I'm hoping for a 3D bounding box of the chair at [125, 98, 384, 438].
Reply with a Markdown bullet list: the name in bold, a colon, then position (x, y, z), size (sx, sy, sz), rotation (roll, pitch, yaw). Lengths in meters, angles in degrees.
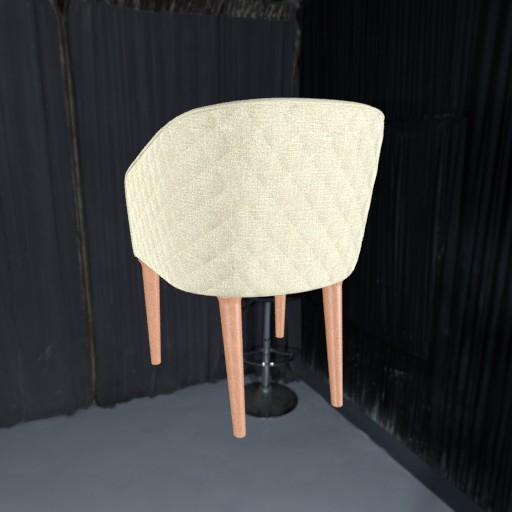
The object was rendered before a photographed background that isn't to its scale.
- **chair**: position (0.000, 0.000, 1.229), size (0.584, 0.775, 0.616), rotation (-7, 15, -26)
